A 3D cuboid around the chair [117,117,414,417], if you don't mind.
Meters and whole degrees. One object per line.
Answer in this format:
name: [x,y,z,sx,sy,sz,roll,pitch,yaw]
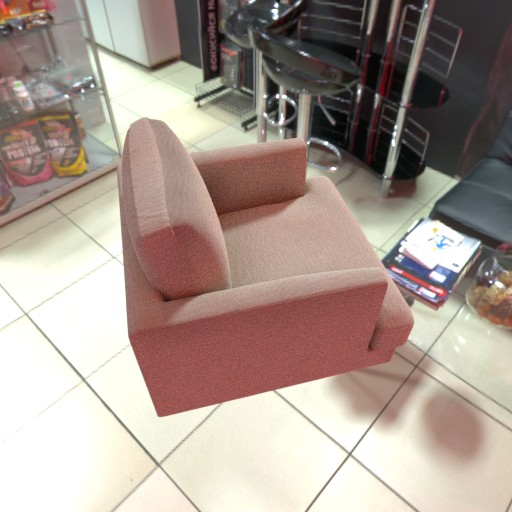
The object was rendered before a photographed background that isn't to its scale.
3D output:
chair: [0.000,0.000,1.657,0.899,0.957,0.858,-11,47,-10]
